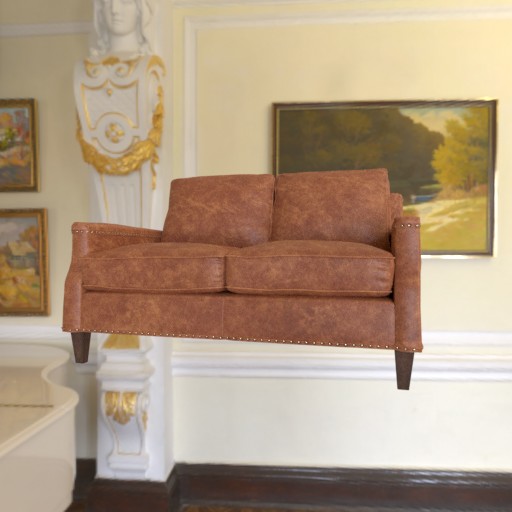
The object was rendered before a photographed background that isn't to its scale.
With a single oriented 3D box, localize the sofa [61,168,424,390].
[{"bbox_3d":[0.000,0.000,2.339,1.597,1.003,1.084,0,0,17],"label":"sofa"}]
